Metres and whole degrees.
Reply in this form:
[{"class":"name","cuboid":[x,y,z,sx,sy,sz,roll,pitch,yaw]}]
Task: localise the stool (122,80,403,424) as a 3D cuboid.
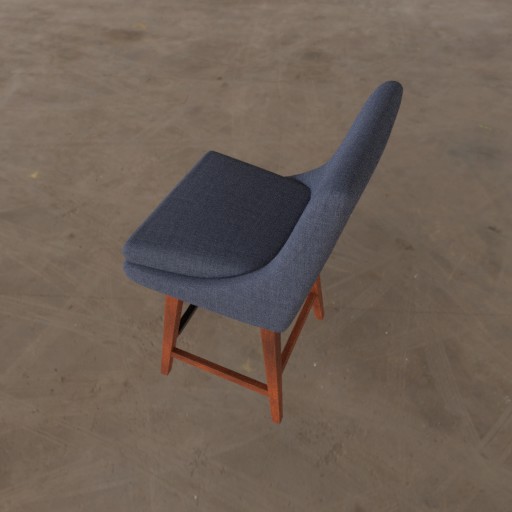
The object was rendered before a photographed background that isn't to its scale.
[{"class":"stool","cuboid":[0.000,0.000,1.189,0.524,0.895,0.467,18,50,16]}]
